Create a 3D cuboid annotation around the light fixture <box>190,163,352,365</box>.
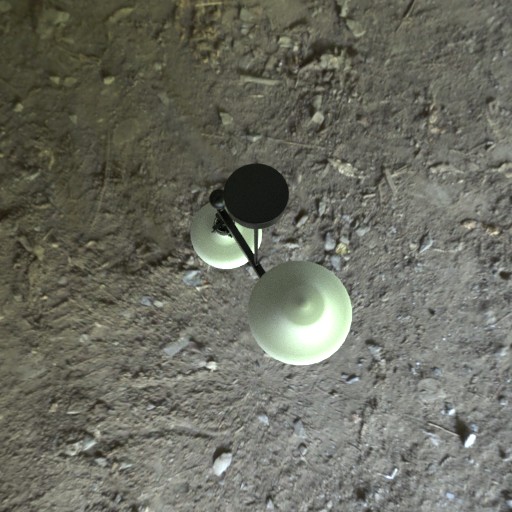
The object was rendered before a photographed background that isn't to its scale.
[{"bbox_3d":[0.000,0.000,1.049,0.489,0.743,0.422,20,76,5],"label":"light fixture"}]
